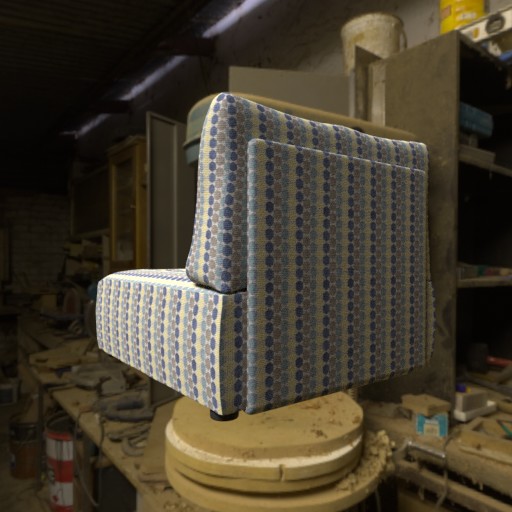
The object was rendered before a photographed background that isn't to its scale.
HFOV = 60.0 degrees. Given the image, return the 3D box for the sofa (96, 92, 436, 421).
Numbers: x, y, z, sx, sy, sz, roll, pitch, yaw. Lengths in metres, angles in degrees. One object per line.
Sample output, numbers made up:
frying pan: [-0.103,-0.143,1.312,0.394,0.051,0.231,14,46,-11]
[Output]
sofa: [0.000,0.000,1.726,0.930,0.830,1.000,0,0,-37]
